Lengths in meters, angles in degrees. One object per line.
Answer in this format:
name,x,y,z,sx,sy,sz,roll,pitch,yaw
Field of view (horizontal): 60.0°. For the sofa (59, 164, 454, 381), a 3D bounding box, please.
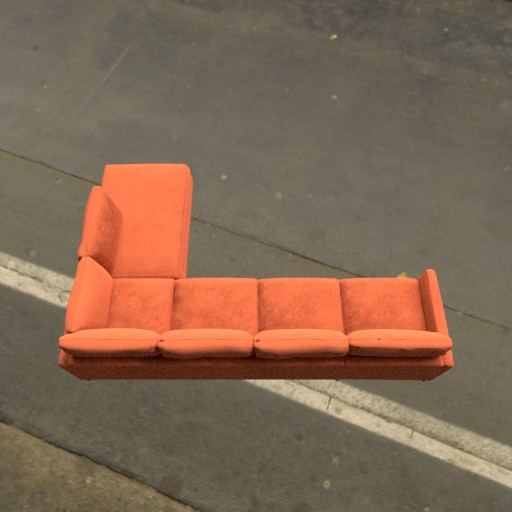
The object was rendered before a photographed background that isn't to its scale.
sofa,0.000,0.000,3.577,2.736,0.757,1.879,0,62,0
